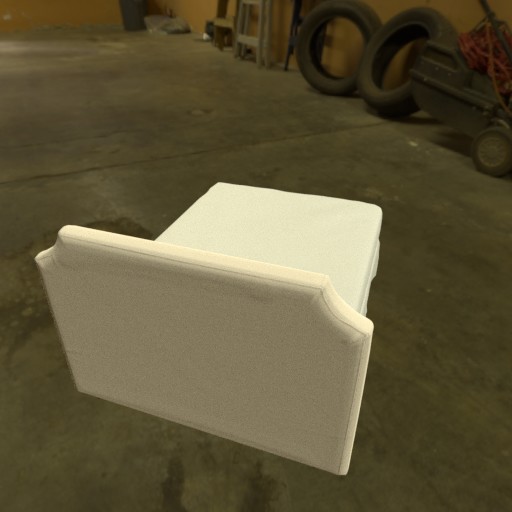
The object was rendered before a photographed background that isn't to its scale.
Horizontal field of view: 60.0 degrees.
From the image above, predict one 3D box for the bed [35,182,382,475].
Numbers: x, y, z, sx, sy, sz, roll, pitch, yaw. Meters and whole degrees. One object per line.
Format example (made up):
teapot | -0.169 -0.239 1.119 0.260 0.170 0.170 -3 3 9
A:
bed | 0.000 0.000 3.229 1.828 1.297 2.164 11 34 16
